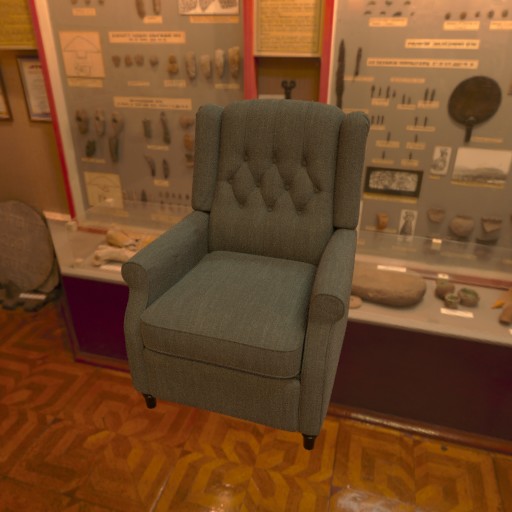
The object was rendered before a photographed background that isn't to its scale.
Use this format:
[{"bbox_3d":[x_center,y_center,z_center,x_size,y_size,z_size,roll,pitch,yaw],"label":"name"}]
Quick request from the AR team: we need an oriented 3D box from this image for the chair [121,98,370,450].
[{"bbox_3d":[0.000,0.000,1.667,0.742,1.035,0.898,8,29,15],"label":"chair"}]
